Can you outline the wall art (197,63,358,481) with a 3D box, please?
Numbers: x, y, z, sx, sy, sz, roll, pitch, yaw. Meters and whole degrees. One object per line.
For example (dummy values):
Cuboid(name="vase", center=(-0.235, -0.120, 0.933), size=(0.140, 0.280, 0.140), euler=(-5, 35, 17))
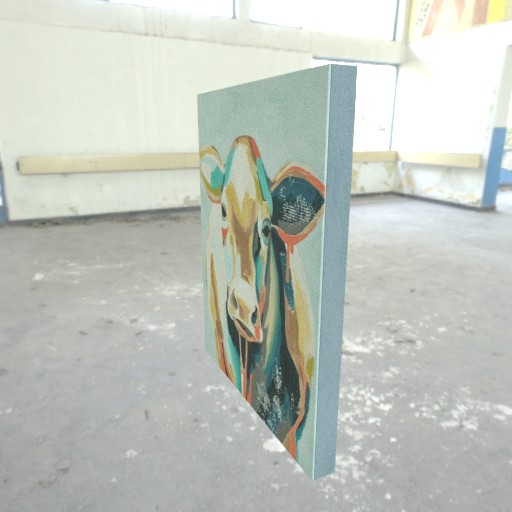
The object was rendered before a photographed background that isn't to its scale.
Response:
Cuboid(name="wall art", center=(0.000, 0.000, 0.699), size=(0.037, 0.509, 0.409), euler=(-7, 17, -25))
